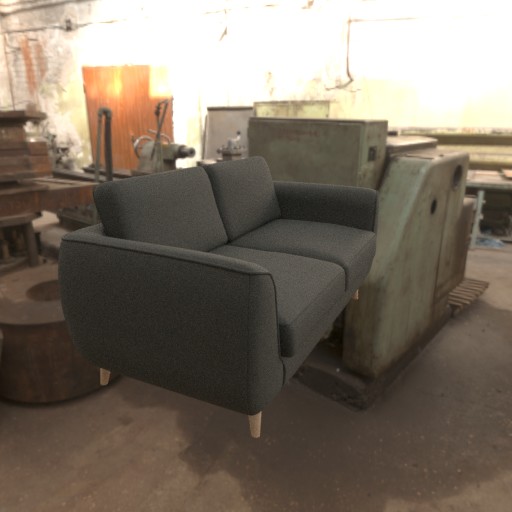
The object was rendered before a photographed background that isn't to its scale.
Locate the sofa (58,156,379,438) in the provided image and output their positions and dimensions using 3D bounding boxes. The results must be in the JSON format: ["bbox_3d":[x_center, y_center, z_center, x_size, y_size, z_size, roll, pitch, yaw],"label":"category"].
[{"bbox_3d":[0.000,0.000,2.179,0.920,0.850,1.700,8,19,25],"label":"sofa"}]
